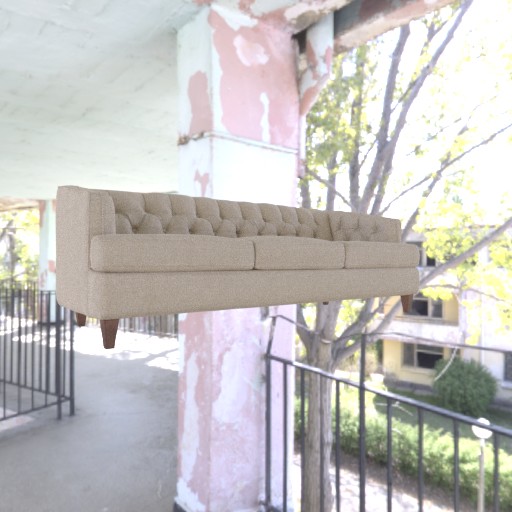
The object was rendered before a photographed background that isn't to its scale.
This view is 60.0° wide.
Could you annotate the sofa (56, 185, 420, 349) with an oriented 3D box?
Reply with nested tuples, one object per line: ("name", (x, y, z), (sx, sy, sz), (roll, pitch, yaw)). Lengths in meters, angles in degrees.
("sofa", (0.000, 0.000, 2.787), (2.235, 0.788, 0.913), (0, 0, -37))
